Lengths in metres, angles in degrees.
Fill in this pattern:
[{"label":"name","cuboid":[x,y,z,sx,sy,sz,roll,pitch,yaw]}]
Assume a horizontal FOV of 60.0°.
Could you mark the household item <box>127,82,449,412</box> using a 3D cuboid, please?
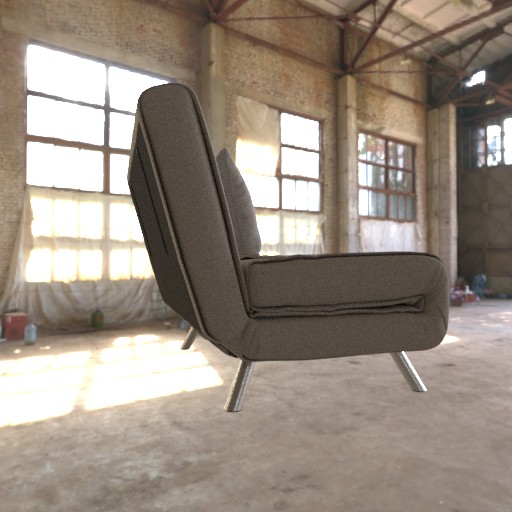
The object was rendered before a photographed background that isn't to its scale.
[{"label":"household item","cuboid":[0.000,0.000,1.592,0.874,0.800,1.000,0,-1,-18]}]
